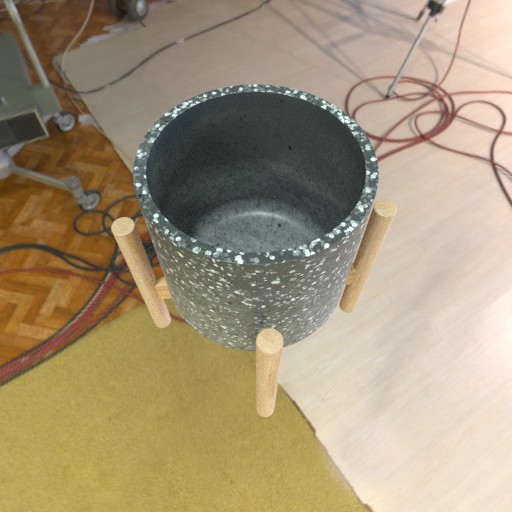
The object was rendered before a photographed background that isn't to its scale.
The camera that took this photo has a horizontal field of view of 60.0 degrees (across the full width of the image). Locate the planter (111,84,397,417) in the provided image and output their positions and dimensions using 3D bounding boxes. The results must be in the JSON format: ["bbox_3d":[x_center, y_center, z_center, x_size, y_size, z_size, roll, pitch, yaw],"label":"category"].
[{"bbox_3d":[0.000,0.000,0.539,0.284,0.320,0.284,15,58,9],"label":"planter"}]
